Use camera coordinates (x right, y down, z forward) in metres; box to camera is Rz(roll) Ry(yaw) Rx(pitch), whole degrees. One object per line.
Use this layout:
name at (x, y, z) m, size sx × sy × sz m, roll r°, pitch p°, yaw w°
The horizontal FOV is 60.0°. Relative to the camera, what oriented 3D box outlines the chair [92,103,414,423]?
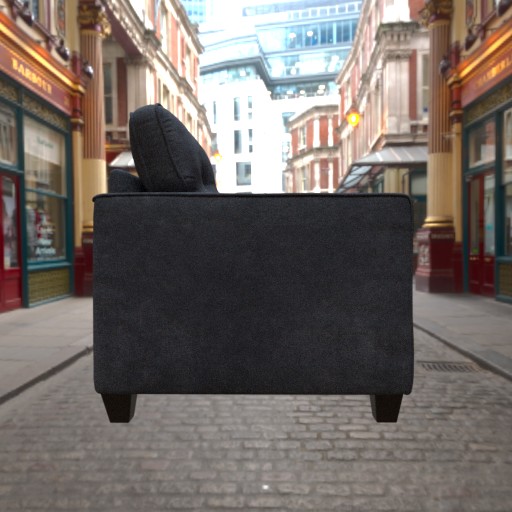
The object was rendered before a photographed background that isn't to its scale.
chair at (0.000, 0.000, 1.740) m, size 0.939 × 0.965 × 1.015 m, roll 0°, pitch 1°, yaw 1°
